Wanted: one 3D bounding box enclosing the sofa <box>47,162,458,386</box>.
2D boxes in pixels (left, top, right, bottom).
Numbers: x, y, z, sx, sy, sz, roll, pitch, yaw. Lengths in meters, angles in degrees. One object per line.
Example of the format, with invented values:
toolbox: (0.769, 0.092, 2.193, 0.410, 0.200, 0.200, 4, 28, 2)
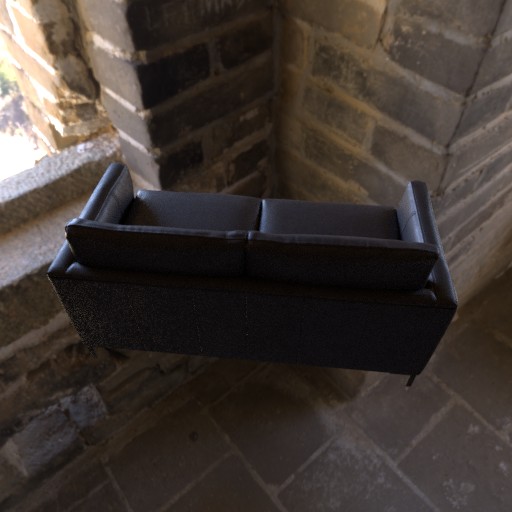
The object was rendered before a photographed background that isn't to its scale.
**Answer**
sofa: (0.000, 0.000, 2.333, 1.805, 0.883, 0.947, 3, 46, 2)
